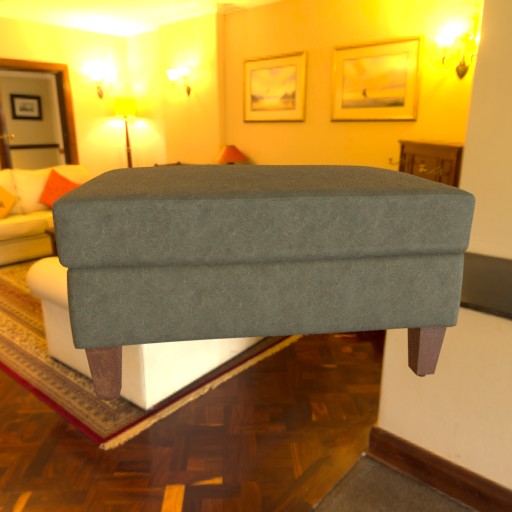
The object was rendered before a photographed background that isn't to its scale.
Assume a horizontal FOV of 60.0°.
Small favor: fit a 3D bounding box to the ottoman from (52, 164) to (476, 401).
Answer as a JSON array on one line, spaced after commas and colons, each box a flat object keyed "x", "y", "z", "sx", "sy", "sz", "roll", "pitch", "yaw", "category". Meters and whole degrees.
[{"x": 0.000, "y": 0.000, "z": 1.197, "sx": 0.839, "sy": 0.464, "sz": 0.639, "roll": -2, "pitch": 16, "yaw": -7, "category": "ottoman"}]
